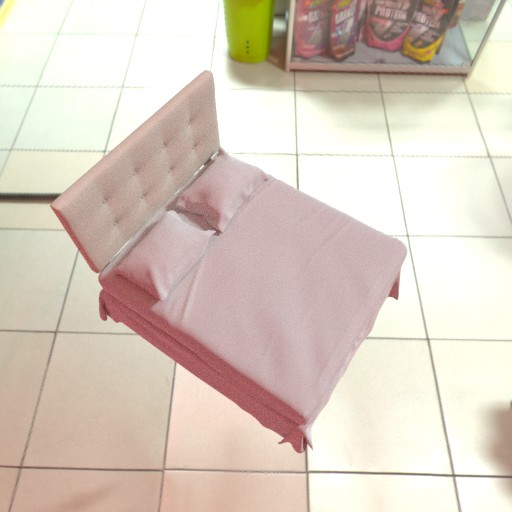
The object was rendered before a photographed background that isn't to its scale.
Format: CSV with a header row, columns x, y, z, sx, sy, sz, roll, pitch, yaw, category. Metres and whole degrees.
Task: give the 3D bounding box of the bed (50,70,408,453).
x,y,z,sx,sy,sz,roll,pitch,yaw,category
0.000,0.000,3.499,2.222,1.577,1.936,30,64,17,bed
